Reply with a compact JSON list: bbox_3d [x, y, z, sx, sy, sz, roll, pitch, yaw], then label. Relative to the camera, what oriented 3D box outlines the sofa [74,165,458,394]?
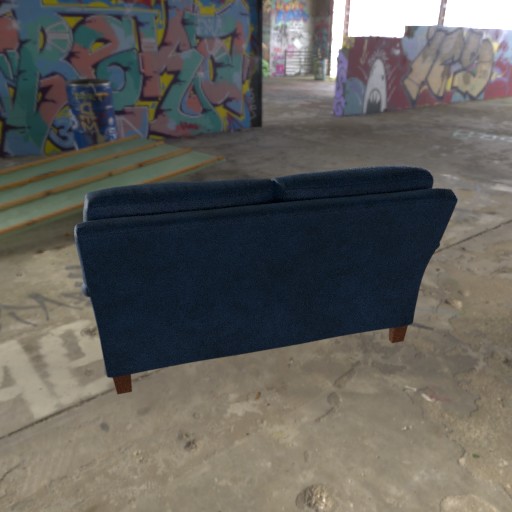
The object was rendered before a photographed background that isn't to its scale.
[{"bbox_3d":[0.000,0.000,2.601,1.853,1.101,1.084,-7,26,-14],"label":"sofa"}]
